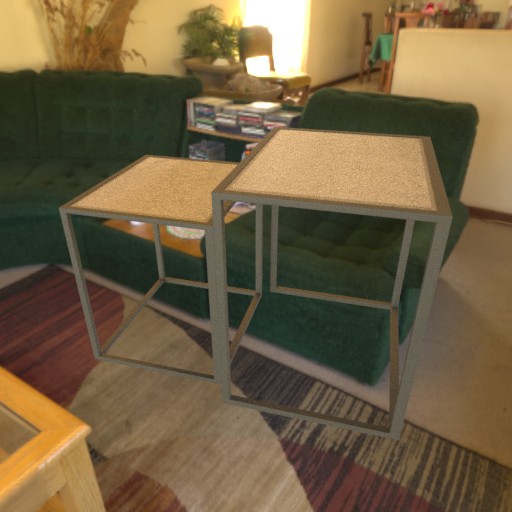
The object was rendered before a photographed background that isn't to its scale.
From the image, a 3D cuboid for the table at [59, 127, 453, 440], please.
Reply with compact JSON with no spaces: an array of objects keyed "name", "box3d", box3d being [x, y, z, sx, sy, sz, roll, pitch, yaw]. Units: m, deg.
[{"name":"table","box3d":[0.000,0.000,1.145,0.788,0.540,0.508,8,30,13]}]
